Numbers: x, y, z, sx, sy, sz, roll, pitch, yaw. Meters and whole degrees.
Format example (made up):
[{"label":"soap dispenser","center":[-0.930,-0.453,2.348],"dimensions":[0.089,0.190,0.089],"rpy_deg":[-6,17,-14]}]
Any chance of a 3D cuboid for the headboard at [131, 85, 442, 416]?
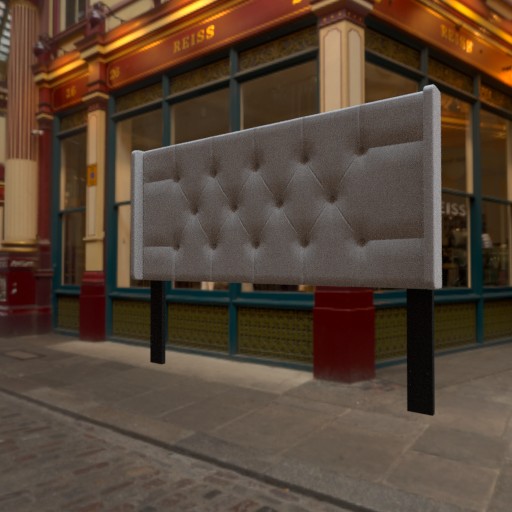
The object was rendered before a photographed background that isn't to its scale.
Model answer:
[{"label":"headboard","center":[0.000,0.000,2.618],"dimensions":[2.051,1.524,0.184],"rpy_deg":[-1,-1,35]}]
